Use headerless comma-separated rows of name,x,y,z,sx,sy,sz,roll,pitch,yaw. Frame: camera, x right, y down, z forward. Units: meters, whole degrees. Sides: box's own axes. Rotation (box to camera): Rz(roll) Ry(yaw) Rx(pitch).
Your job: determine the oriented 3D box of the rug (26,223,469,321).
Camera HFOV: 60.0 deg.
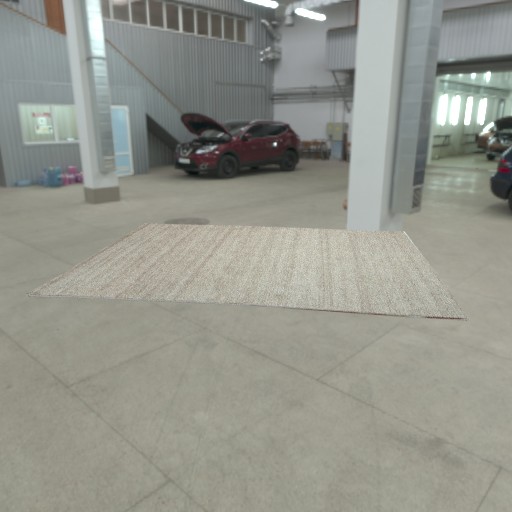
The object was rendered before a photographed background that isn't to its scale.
rug,0.000,0.000,4.279,3.202,0.045,2.434,2,17,8
